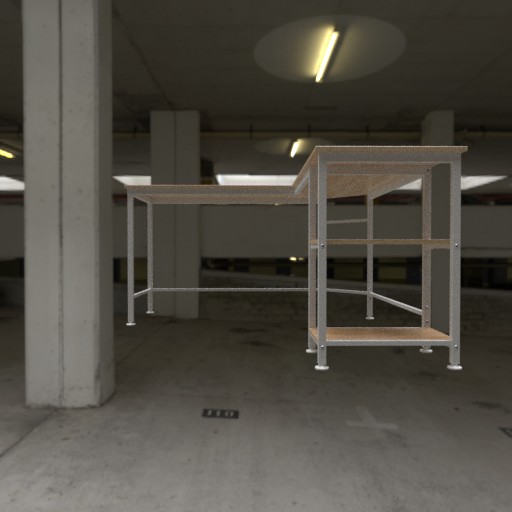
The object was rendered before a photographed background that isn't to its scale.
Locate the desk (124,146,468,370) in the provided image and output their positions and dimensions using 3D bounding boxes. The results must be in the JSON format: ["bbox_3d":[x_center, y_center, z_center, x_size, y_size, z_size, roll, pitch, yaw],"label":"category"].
[{"bbox_3d":[0.000,0.000,2.145,1.379,0.739,1.379,0,1,0],"label":"desk"}]
